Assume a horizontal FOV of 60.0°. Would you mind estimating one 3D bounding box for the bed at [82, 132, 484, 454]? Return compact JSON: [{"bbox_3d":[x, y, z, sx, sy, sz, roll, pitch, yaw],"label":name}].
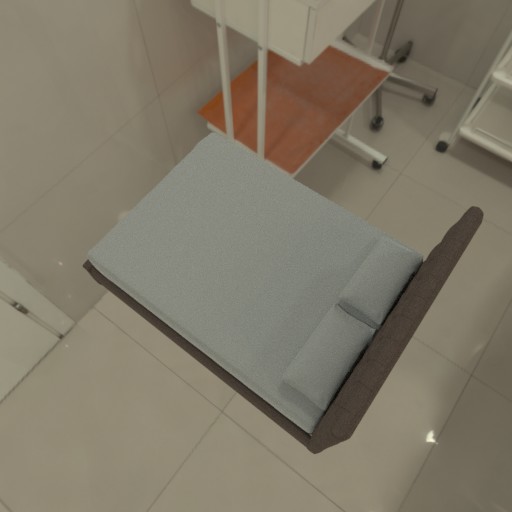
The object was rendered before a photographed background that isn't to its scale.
[{"bbox_3d":[0.000,0.000,3.421,2.387,1.427,1.698,34,69,15],"label":"bed"}]
